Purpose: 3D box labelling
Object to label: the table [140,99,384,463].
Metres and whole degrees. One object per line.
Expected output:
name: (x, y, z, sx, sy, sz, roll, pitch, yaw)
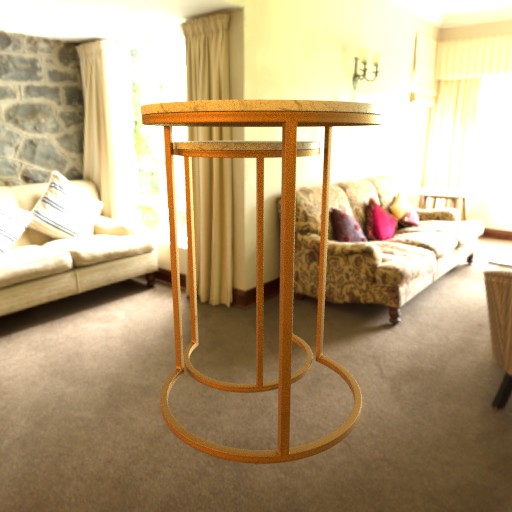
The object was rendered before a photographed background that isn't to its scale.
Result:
table: (0.000, 0.000, 0.877, 0.400, 0.550, 0.507, -3, 16, -10)
